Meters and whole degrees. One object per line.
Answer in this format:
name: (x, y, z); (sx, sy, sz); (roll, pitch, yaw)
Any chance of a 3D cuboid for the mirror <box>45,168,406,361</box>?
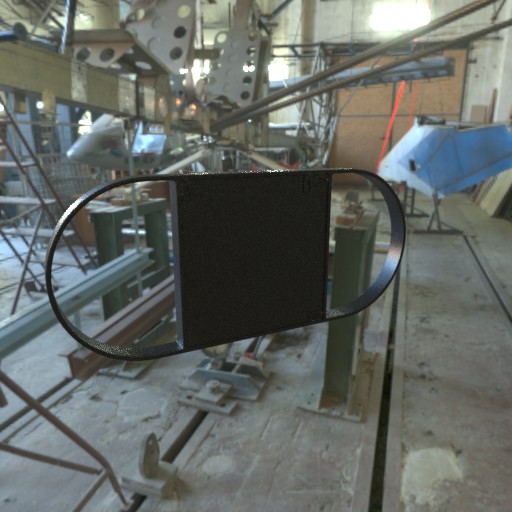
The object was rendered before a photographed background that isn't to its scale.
mirror: (0.000, 0.000, 0.677); (0.584, 0.254, 0.032); (-7, 16, -26)
